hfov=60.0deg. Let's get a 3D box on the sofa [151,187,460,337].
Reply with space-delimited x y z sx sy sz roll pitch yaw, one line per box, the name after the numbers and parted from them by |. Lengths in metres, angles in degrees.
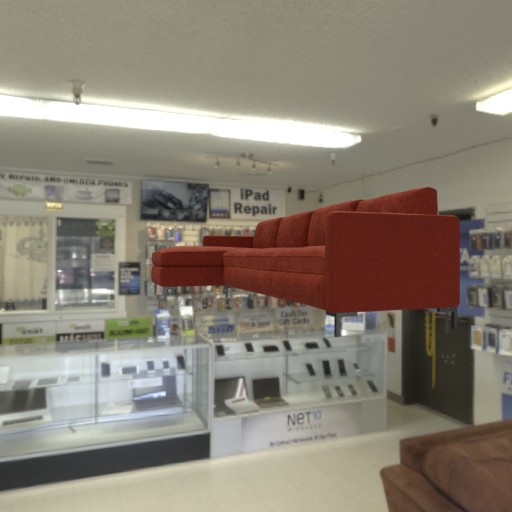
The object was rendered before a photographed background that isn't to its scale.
0.000 0.000 2.971 1.136 0.663 2.467 0 0 -19 | sofa
